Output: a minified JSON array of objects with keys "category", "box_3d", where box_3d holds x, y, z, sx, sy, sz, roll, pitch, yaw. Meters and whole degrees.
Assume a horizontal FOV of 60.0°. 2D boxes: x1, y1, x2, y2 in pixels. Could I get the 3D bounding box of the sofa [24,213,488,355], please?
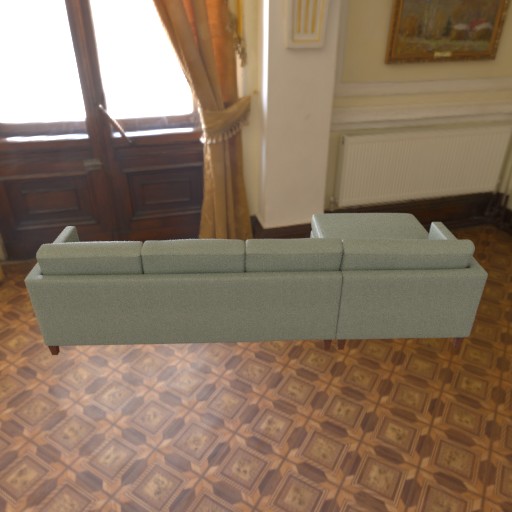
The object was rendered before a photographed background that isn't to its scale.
[{"category":"sofa","box_3d":[0.000,0.000,4.081,3.470,0.953,1.600,-1,30,-1]}]
